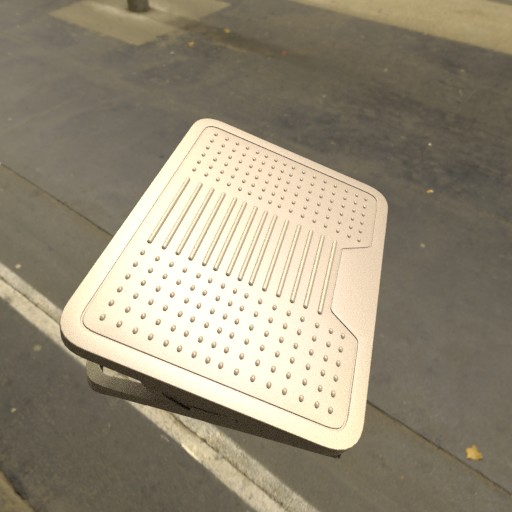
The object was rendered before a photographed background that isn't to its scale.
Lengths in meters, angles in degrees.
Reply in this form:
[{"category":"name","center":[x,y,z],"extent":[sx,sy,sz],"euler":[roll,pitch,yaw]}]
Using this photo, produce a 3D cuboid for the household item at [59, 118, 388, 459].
[{"category":"household item","center":[0.000,0.000,0.533],"extent":[0.301,0.126,0.390],"euler":[11,48,10]}]
